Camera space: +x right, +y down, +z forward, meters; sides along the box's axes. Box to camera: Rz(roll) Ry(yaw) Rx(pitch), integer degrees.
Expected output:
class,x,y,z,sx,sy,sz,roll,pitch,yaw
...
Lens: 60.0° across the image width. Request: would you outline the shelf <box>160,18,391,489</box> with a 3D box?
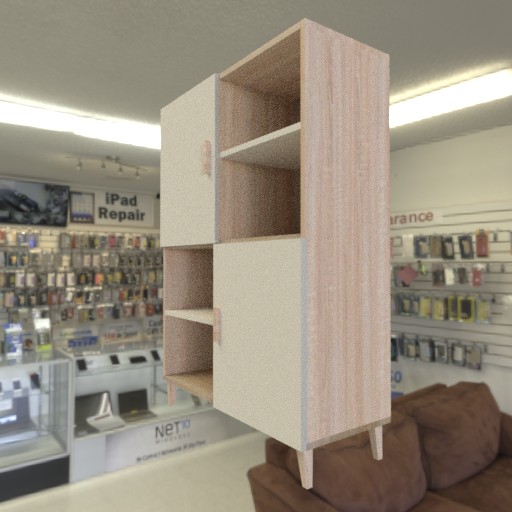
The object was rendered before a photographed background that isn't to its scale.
class,x,y,z,sx,sy,sz,roll,pitch,yaw
shelf,0.000,0.000,1.817,0.434,1.405,0.995,1,-1,-36
